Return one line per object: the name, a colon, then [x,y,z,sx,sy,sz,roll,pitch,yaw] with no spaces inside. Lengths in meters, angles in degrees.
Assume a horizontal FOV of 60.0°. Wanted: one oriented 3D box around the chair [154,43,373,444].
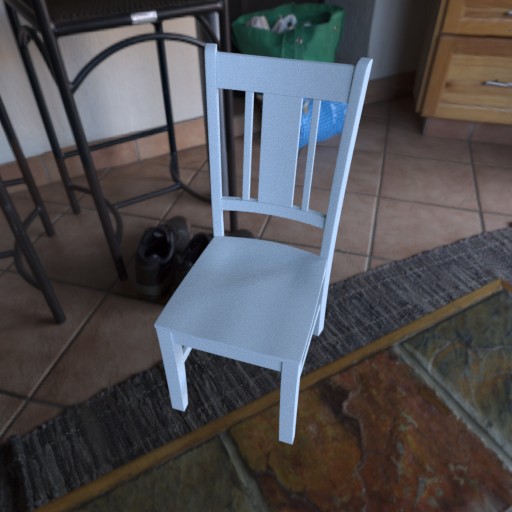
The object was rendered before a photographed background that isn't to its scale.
chair: [0.000,0.000,1.296,0.450,0.998,0.555,12,42,13]
